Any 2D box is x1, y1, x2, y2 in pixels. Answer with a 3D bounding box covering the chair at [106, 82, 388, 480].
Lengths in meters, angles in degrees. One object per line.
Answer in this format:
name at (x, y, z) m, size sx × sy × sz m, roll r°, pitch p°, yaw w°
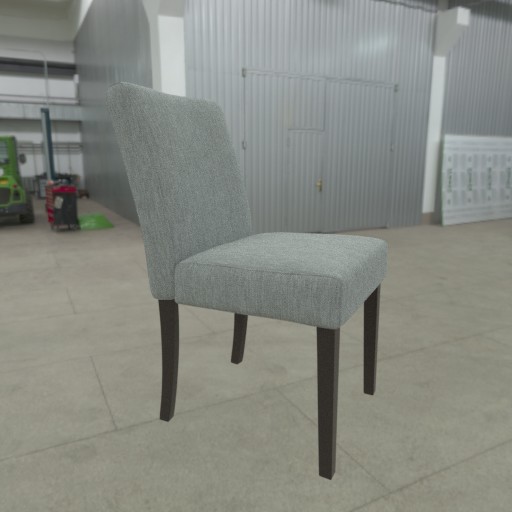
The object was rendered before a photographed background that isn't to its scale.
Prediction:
chair at (0.000, 0.000, 1.218) m, size 0.629 × 0.884 × 0.487 m, roll 6°, pitch 14°, yaw 27°
